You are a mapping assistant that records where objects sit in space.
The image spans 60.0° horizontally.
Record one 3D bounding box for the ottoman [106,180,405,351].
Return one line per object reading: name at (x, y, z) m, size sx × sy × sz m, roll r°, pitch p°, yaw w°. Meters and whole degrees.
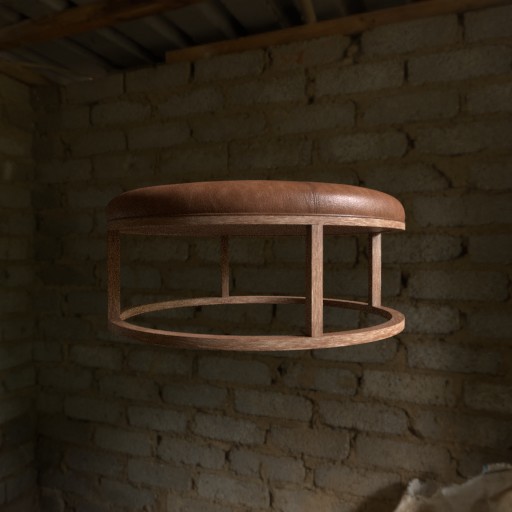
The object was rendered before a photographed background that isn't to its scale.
ottoman at (0.000, 0.000, 1.566) m, size 1.006 × 0.445 × 1.006 m, roll 0°, pitch 1°, yaw 0°
